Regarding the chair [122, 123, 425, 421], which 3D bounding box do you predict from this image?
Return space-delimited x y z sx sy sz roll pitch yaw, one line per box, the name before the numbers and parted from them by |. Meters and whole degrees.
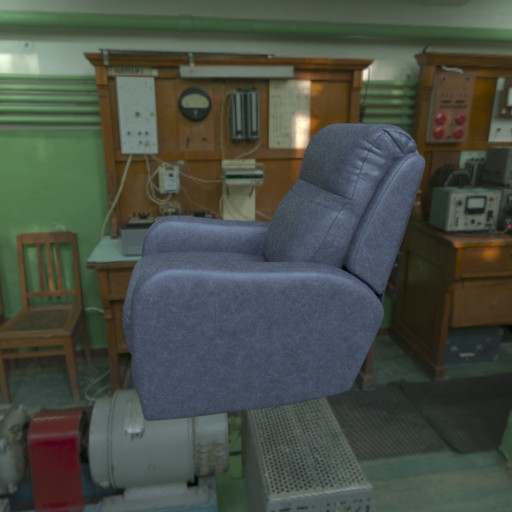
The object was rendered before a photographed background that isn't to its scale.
chair | 0.000 0.000 1.859 1.067 1.067 0.865 -3 18 -10
